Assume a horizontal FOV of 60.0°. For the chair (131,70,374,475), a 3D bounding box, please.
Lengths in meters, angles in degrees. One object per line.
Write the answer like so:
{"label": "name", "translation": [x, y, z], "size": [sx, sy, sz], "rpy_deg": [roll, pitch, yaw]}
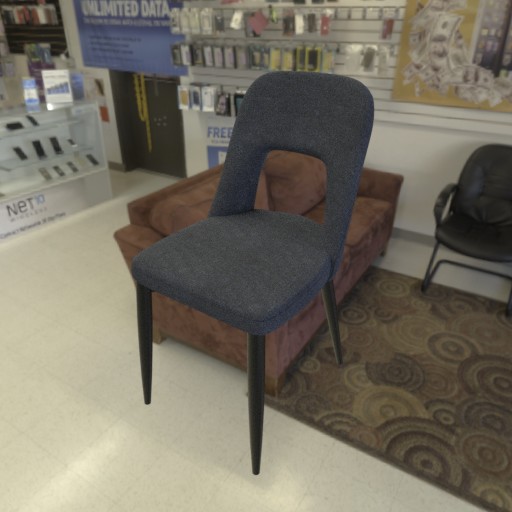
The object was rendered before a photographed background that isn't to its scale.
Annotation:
{"label": "chair", "translation": [0.000, 0.000, 1.272], "size": [0.470, 0.931, 0.612], "rpy_deg": [19, 34, 30]}
